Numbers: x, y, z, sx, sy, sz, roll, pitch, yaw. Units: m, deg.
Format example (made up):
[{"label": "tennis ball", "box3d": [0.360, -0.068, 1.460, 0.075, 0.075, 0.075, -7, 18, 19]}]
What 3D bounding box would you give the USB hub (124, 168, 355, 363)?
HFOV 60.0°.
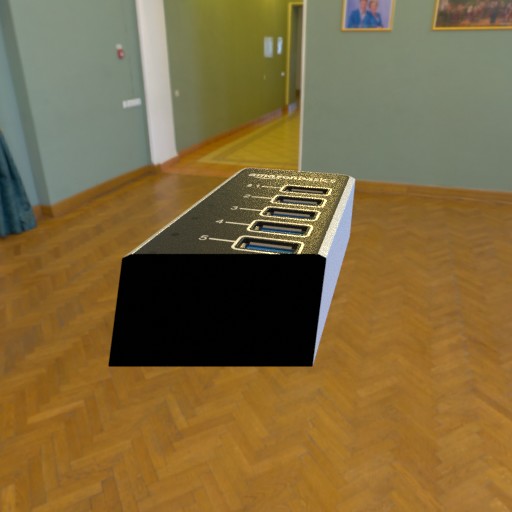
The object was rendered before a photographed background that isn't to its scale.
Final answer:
[{"label": "USB hub", "box3d": [0.000, 0.000, 0.126, 0.044, 0.023, 0.110, 7, 26, 15]}]
